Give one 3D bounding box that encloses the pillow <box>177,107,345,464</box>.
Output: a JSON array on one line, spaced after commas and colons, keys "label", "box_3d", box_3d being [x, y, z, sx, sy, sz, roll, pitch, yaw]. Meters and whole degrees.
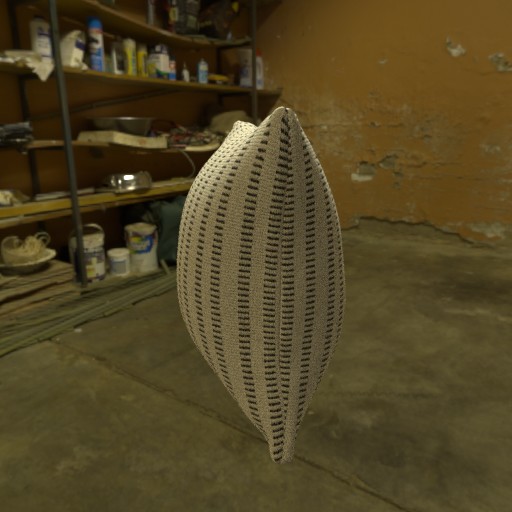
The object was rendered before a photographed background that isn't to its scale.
[{"label": "pillow", "box_3d": [0.000, 0.000, 0.692, 0.247, 0.419, 0.438, -2, 15, -8]}]
